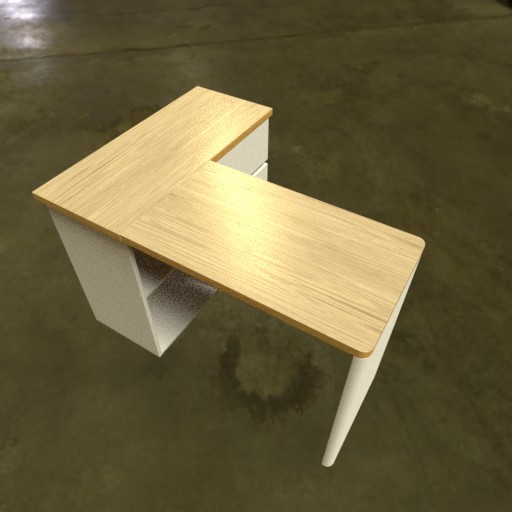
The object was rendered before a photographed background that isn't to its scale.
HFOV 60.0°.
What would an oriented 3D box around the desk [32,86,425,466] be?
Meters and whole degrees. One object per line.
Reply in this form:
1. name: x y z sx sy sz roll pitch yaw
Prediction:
1. desk: 0.000 0.000 1.776 1.170 0.760 0.900 24 51 21
